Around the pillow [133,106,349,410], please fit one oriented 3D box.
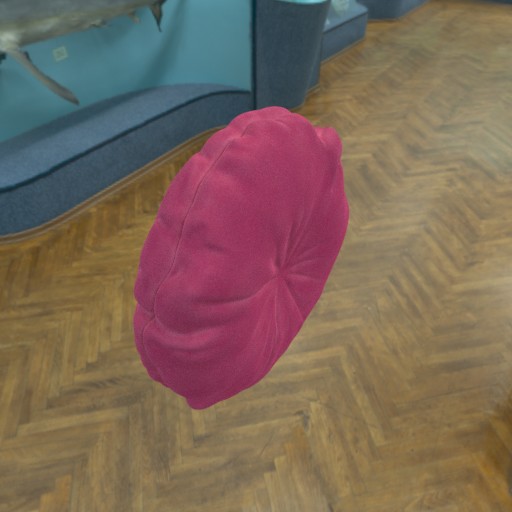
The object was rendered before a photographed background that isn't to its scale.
[{"bbox_3d":[0.000,0.000,0.639,0.148,0.407,0.428,25,46,26],"label":"pillow"}]
